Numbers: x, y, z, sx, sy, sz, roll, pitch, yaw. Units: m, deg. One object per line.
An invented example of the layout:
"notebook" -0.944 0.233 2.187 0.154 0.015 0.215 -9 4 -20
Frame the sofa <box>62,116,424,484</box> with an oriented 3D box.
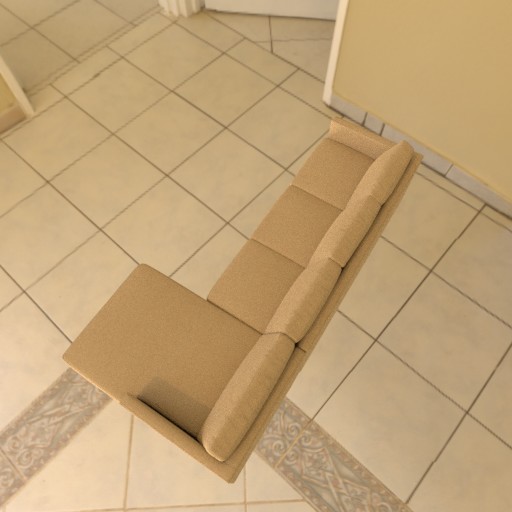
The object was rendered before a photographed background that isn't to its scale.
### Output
"sofa" 0.000 0.000 3.844 1.622 0.867 3.177 30 67 14
